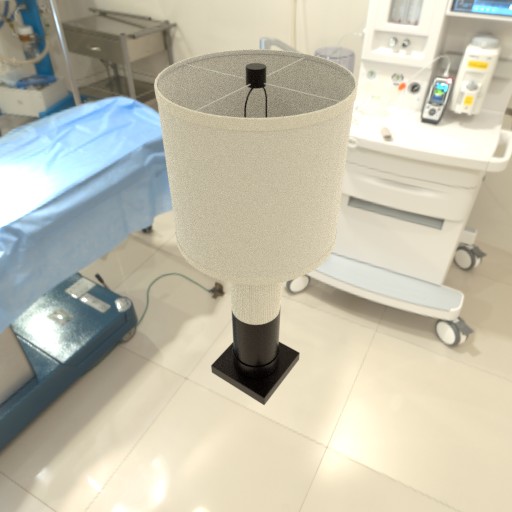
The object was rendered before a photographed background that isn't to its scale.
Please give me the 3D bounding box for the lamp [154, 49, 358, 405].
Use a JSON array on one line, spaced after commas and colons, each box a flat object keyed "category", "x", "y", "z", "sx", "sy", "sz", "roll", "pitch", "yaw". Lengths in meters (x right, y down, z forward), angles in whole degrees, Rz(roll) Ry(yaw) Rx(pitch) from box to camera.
[{"category": "lamp", "x": 0.000, "y": 0.000, "z": 0.619, "sx": 0.211, "sy": 0.509, "sz": 0.211, "roll": 24, "pitch": 46, "yaw": 26}]
